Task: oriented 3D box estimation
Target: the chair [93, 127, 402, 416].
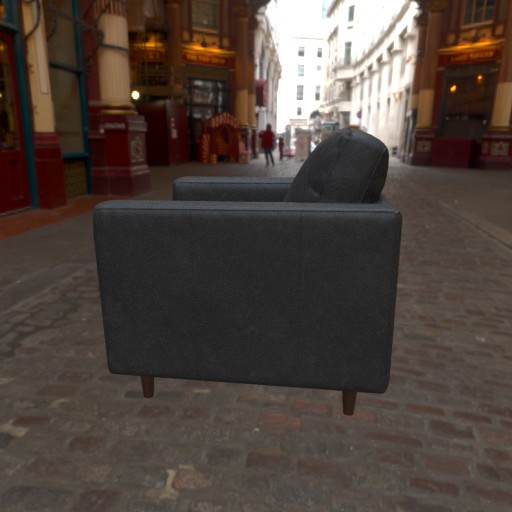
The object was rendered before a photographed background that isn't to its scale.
[{"bbox_3d":[0.000,0.000,1.617,0.879,0.898,0.831,2,16,8],"label":"chair"}]
